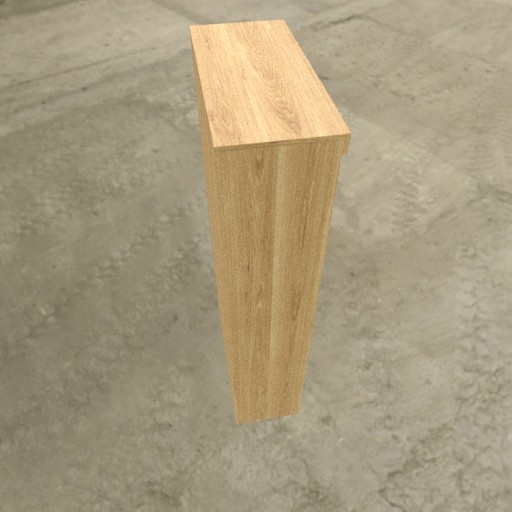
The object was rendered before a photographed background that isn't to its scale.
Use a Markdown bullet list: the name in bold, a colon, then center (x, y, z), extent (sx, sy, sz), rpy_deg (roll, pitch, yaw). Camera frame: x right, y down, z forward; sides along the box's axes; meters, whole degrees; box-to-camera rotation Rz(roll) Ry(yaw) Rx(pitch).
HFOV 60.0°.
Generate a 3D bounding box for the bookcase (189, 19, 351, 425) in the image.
- **bookcase**: center (0.000, 0.000, 2.377), extent (0.420, 2.020, 0.950), rpy_deg (-7, 48, -7)
